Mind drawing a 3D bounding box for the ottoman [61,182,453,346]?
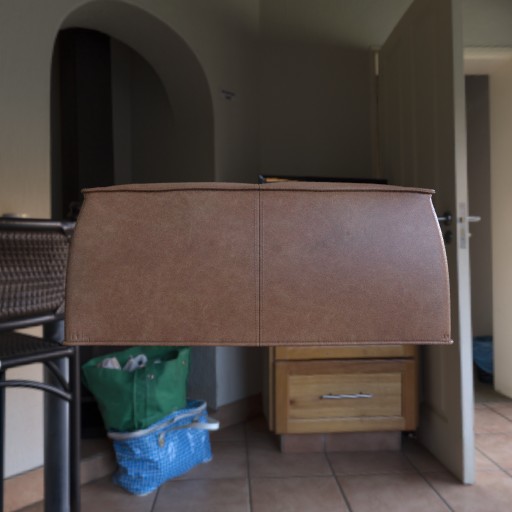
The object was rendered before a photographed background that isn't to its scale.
[{"bbox_3d":[0.000,0.000,1.387,0.902,0.395,0.901,0,0,-1],"label":"ottoman"}]
